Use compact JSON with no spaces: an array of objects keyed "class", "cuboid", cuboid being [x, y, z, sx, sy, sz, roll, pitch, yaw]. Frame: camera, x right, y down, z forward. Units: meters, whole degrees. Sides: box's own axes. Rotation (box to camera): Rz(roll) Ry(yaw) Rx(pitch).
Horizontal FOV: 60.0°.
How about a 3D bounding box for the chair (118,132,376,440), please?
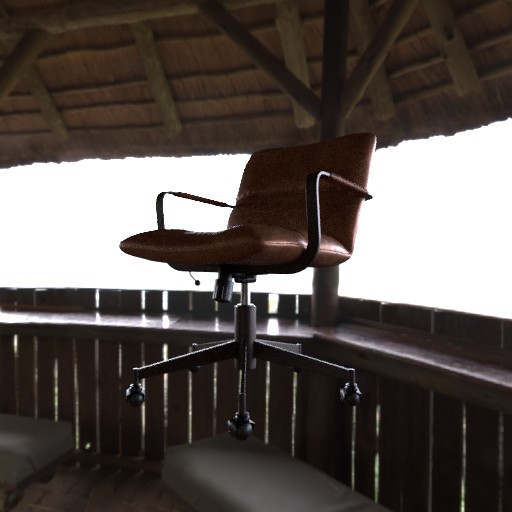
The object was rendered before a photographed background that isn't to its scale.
[{"class":"chair","cuboid":[0.000,0.000,1.513,0.727,0.922,0.754,0,0,36]}]
